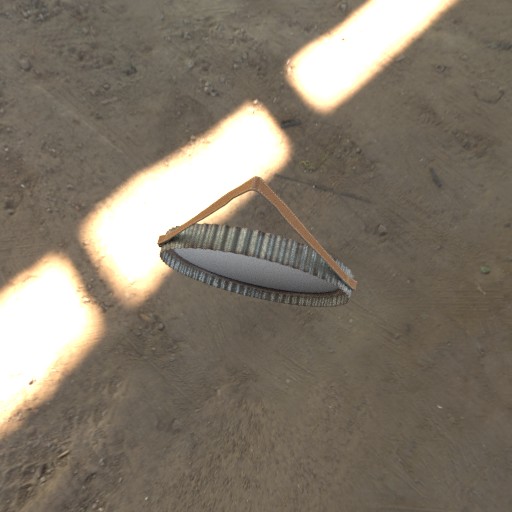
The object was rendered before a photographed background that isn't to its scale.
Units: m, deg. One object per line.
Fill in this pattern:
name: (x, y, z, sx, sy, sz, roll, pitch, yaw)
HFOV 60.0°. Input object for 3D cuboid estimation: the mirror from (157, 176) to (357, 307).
mirror: (0.000, 0.000, 0.722, 0.355, 0.568, 0.042, 12, 75, 3)
